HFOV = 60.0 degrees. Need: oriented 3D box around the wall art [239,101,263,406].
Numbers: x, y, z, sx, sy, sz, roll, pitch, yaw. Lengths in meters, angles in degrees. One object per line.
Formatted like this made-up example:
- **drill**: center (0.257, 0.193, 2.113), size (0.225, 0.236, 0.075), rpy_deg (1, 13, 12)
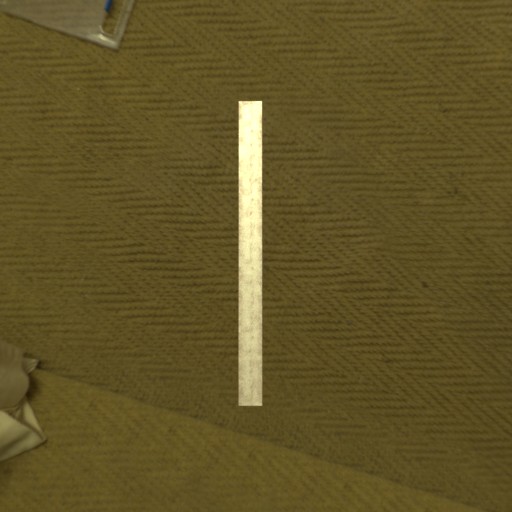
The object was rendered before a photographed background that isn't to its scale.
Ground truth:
- **wall art**: center (0.000, 0.000, 1.671), size (0.051, 1.461, 0.648), rpy_deg (0, 90, 1)
